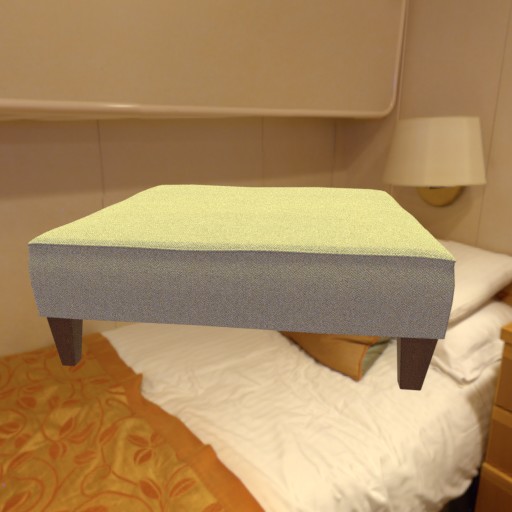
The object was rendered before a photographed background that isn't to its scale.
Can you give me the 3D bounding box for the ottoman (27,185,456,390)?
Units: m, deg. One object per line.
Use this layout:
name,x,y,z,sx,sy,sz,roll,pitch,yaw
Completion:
ottoman,0.000,0.000,1.503,1.004,0.379,0.968,2,17,7
